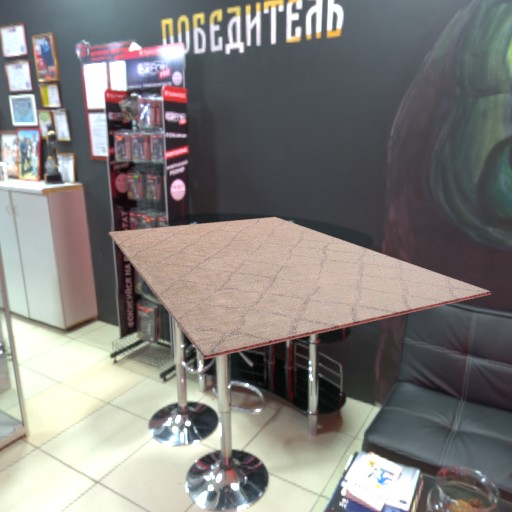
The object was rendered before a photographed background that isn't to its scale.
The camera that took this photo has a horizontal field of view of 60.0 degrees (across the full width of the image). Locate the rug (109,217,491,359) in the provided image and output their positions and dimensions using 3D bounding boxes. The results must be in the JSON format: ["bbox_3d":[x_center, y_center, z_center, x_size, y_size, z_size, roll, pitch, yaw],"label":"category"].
[{"bbox_3d":[0.000,0.000,2.892,1.521,0.015,2.280,-7,17,-25],"label":"rug"}]
